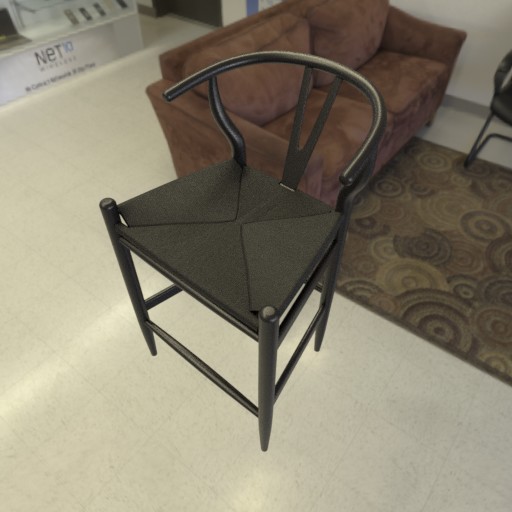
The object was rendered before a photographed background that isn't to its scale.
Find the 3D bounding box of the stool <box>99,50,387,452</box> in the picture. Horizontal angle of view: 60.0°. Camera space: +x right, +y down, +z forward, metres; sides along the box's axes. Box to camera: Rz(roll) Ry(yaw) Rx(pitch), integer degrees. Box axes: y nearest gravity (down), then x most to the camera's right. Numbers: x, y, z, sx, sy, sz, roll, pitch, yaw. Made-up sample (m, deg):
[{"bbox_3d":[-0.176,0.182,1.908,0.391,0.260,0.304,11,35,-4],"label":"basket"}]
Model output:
[{"bbox_3d":[0.000,0.000,1.304,0.569,0.970,0.579,32,54,27],"label":"stool"}]
